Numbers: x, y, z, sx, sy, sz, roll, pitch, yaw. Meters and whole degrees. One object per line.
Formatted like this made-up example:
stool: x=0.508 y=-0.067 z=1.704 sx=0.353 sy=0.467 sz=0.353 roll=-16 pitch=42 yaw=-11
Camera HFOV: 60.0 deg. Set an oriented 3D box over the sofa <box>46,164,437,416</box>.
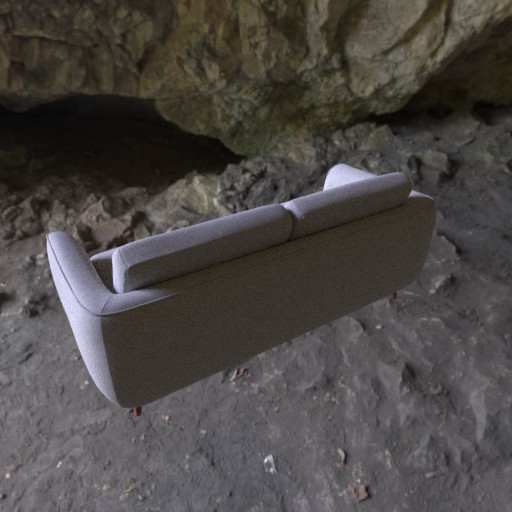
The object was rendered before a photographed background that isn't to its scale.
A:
sofa: x=0.000 y=0.000 z=2.440 sx=2.000 sy=0.850 sz=0.920 roll=-18 pitch=35 yaw=-28
